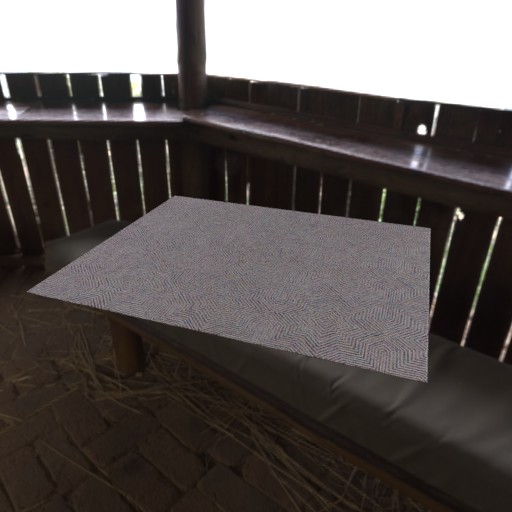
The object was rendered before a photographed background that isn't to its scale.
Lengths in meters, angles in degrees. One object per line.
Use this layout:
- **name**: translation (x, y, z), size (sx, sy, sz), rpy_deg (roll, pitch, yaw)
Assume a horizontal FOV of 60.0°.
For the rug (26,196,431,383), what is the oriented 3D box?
- **rug**: translation (0.000, 0.000, 4.122), size (3.046, 0.008, 2.442), rpy_deg (9, 29, 17)
